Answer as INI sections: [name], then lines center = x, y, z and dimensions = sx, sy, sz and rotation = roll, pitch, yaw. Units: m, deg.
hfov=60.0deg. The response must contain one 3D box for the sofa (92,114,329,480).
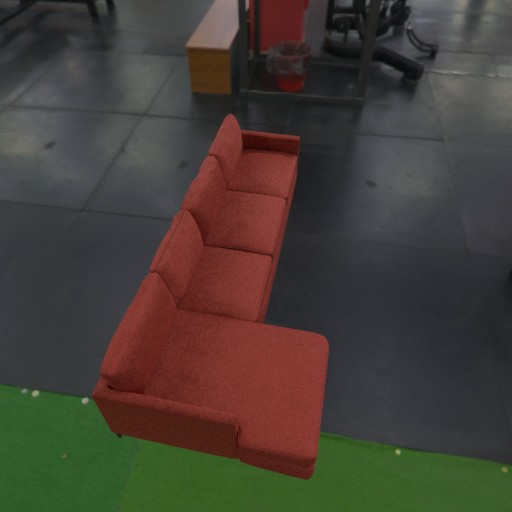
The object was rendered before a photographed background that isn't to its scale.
[sofa]
center = 0.000, 0.000, 4.044
dimensions = 1.500, 0.967, 3.400
rotation = 9, 47, 8
